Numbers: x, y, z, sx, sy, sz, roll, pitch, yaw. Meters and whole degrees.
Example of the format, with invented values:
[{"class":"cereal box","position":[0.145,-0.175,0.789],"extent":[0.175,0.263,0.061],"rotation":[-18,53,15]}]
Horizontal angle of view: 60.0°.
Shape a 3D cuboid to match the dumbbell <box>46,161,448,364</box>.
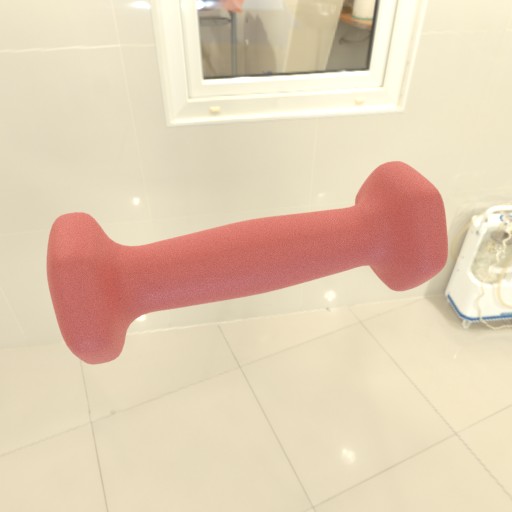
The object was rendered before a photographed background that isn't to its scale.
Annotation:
[{"class":"dumbbell","position":[0.000,0.000,0.146],"extent":[0.123,0.043,0.047],"rotation":[-11,41,-14]}]
